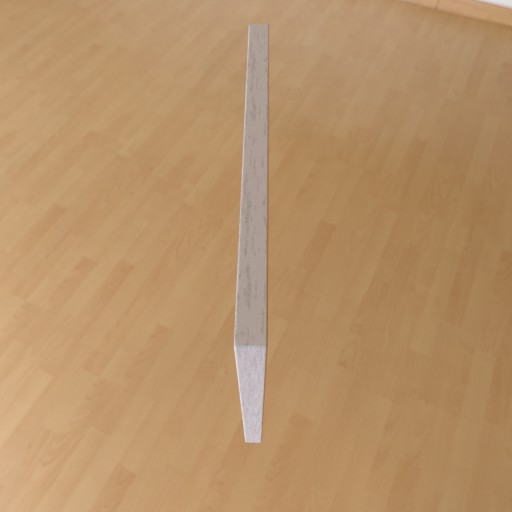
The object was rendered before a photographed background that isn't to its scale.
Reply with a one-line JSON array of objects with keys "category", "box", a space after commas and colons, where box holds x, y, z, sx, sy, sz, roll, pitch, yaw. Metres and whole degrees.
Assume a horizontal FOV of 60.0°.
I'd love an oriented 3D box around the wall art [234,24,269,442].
[{"category": "wall art", "box": [0.000, 0.000, 1.897, 0.078, 1.288, 1.287, 1, 58, 1]}]
